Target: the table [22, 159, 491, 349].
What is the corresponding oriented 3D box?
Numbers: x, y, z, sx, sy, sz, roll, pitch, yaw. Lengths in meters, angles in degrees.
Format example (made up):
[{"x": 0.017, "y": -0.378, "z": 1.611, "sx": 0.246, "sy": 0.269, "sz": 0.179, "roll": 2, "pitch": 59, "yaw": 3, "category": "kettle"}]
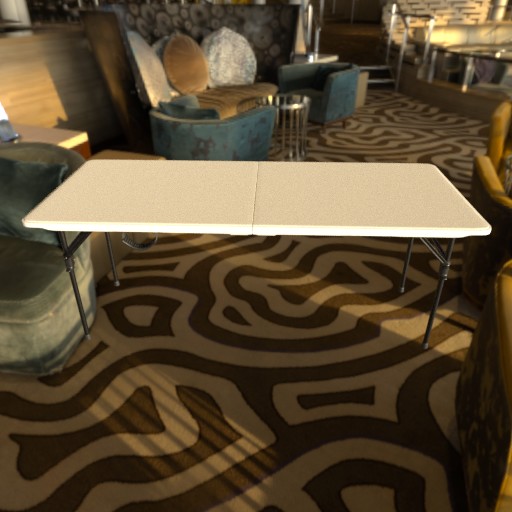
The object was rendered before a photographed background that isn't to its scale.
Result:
[{"x": 0.000, "y": 0.000, "z": 2.202, "sx": 1.829, "sy": 0.719, "sz": 0.761, "roll": 1, "pitch": 31, "yaw": 2, "category": "table"}]
